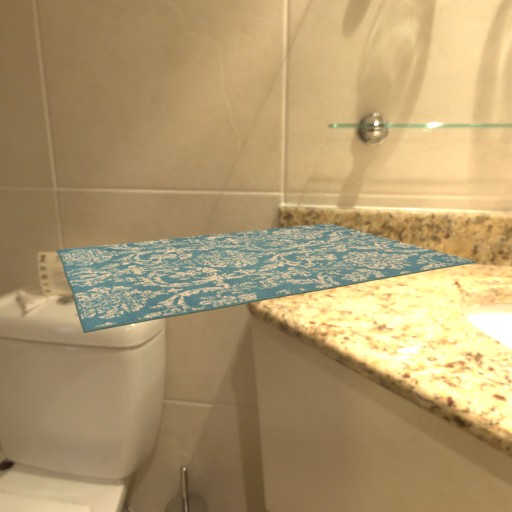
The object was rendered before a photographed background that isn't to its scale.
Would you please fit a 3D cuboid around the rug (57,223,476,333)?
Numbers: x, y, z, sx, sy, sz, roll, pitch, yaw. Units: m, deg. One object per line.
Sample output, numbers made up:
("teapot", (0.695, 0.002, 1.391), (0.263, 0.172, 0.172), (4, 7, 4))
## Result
("rug", (0.000, 0.000, 2.312), (1.833, 0.012, 1.211), (-7, 16, -26))
